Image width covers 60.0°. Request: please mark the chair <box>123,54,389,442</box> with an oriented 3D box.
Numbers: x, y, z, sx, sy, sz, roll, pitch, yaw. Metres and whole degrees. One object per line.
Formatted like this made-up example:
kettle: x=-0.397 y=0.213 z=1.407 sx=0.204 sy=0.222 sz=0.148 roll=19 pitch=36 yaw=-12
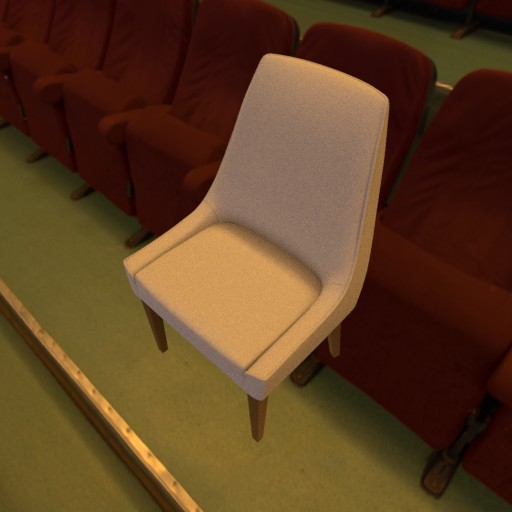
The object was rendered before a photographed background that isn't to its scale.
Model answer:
chair: x=0.000 y=0.000 z=1.200 sx=0.529 sy=0.861 sz=0.544 roll=34 pitch=54 yaw=29
